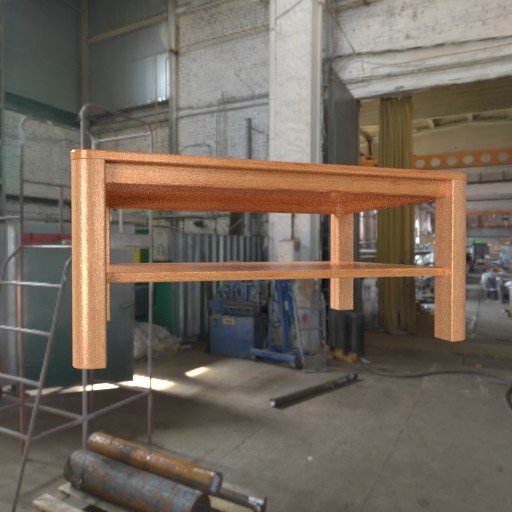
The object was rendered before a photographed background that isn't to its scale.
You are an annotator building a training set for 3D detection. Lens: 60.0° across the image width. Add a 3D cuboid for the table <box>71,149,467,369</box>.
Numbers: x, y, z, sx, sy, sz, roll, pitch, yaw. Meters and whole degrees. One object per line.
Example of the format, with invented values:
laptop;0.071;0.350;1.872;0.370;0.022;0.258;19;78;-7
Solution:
table;0.000;0.000;1.363;0.997;0.445;0.696;0;1;-17
